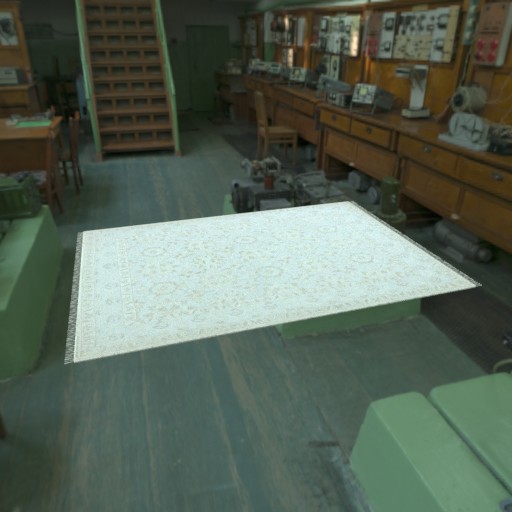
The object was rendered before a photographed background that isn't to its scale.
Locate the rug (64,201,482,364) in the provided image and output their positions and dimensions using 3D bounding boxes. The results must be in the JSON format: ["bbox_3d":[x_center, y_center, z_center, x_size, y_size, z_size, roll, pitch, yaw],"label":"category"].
[{"bbox_3d":[0.000,0.000,2.875,2.233,0.011,1.514,-8,28,-16],"label":"rug"}]
